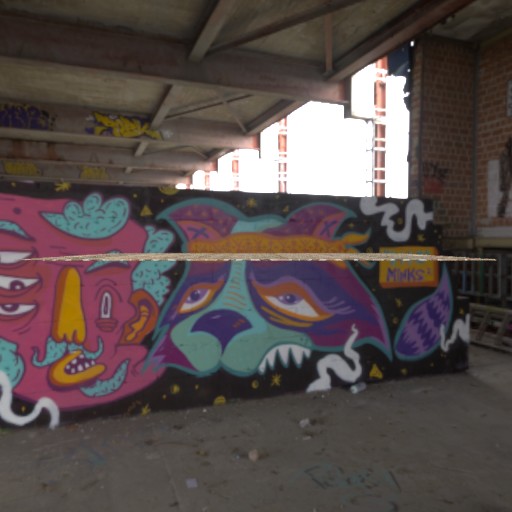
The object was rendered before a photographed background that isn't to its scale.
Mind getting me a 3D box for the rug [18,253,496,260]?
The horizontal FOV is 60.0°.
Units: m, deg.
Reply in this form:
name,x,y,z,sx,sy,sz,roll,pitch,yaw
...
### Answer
name,x,y,z,sx,sy,sz,roll,pitch,yaw
rug,0.000,0.000,2.966,2.438,0.008,1.524,0,2,-1
